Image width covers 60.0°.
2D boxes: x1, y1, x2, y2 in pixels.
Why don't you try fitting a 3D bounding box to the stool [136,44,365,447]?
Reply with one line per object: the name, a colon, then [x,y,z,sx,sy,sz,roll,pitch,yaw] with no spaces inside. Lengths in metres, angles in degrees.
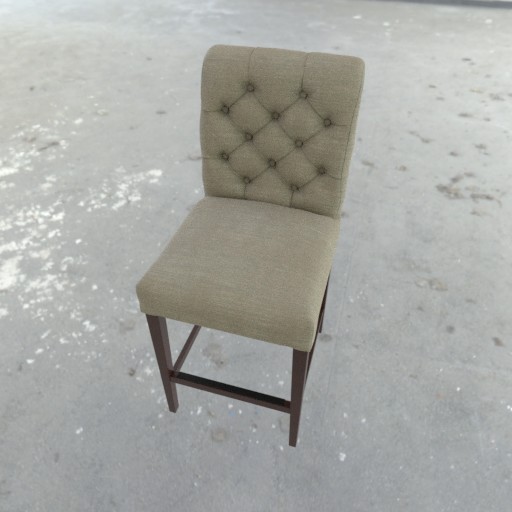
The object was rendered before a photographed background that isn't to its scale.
stool: [0.000,0.000,1.415,0.486,1.084,0.660,11,43,12]
